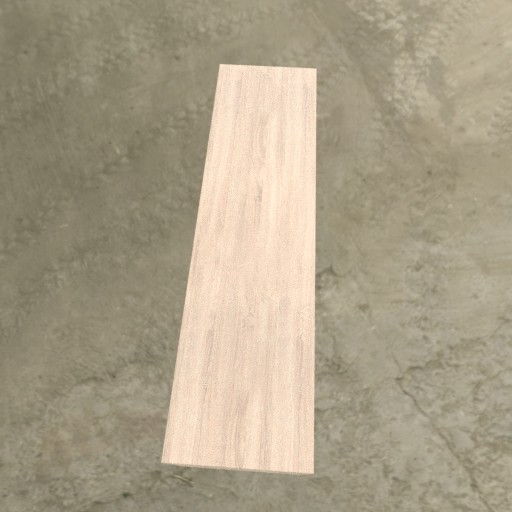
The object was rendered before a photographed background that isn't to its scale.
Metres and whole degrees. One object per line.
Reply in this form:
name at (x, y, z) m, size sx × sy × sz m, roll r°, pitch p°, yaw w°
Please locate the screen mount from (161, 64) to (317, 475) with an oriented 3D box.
screen mount at (0.000, 0.000, 1.721) m, size 0.400 × 0.510 × 1.500 m, roll 3°, pitch 63°, yaw 2°
